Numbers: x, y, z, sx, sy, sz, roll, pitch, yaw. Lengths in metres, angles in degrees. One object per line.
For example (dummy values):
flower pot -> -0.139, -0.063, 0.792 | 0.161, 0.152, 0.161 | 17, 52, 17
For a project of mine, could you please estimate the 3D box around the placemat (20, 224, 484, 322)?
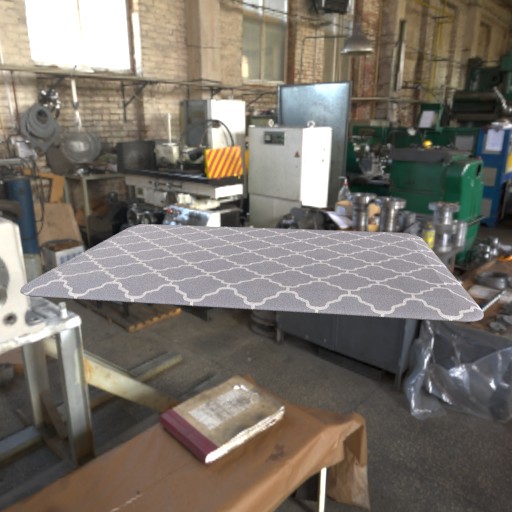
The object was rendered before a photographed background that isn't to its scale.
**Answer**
placemat -> 0.000, 0.000, 0.931 | 0.762, 0.021, 0.508 | 2, 17, 8
